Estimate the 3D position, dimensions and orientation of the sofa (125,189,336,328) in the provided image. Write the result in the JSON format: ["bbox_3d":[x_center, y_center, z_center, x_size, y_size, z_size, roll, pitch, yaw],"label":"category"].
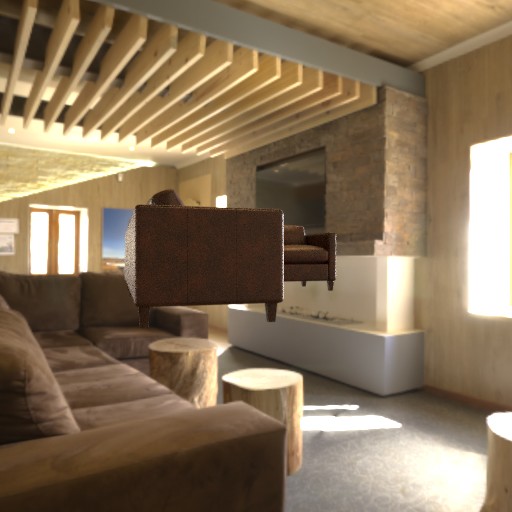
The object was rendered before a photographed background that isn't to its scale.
[{"bbox_3d":[0.000,0.000,4.361,2.438,0.836,3.152,0,0,-17],"label":"sofa"}]
